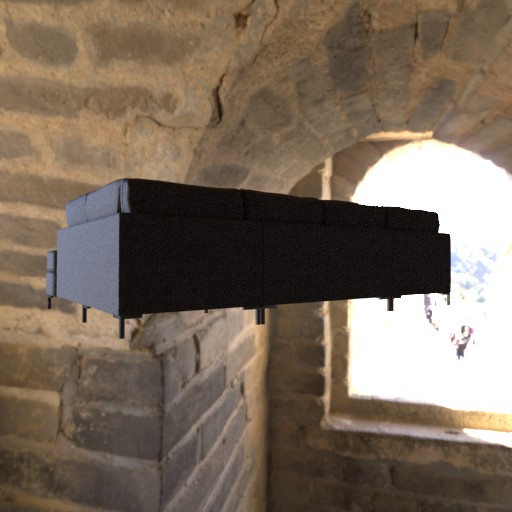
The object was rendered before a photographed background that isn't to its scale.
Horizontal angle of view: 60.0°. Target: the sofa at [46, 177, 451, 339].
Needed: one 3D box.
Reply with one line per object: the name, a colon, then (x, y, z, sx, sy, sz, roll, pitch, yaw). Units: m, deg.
sofa: (0.000, 0.000, 4.321, 3.423, 0.999, 2.048, 1, -1, -35)
